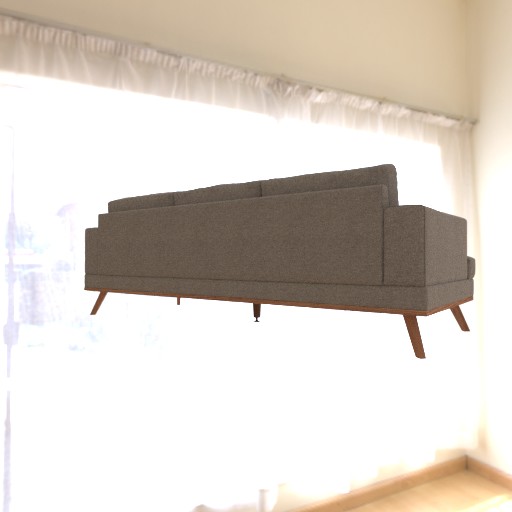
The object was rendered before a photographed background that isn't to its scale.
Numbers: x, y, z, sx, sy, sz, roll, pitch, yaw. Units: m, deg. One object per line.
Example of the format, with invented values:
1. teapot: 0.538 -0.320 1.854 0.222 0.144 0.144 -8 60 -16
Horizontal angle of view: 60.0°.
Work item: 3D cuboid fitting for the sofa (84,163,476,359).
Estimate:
1. sofa: 0.000 0.000 2.730 2.310 0.810 0.920 0 0 37
